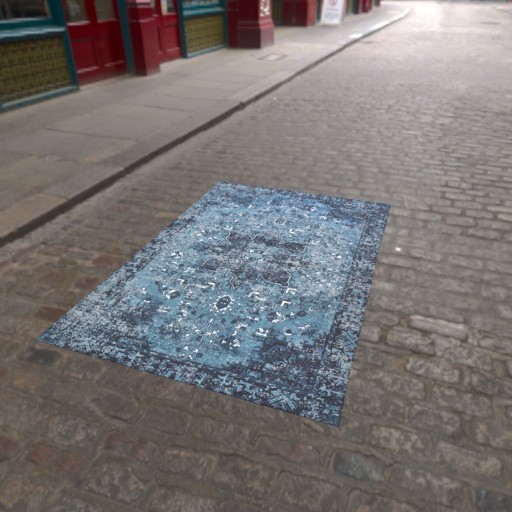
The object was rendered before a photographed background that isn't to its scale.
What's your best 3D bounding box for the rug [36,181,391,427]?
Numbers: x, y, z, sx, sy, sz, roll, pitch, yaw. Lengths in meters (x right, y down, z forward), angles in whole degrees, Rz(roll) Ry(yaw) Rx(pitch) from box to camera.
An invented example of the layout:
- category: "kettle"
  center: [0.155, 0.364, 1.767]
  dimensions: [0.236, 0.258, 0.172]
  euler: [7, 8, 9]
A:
- category: "rug"
  center: [0.000, 0.000, 2.335]
  dimensions: [1.219, 0.005, 1.828]
  euler: [10, 32, 17]
